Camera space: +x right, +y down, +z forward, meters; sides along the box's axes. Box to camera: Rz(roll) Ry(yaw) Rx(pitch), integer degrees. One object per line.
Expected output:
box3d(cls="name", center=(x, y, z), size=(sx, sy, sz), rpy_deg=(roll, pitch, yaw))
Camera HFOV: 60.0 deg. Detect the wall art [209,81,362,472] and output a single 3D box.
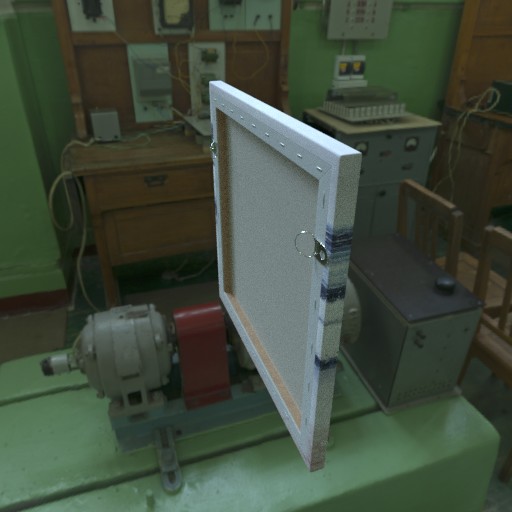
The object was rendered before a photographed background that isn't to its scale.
box3d(cls="wall art", center=(0.000, 0.000, 1.145), size=(0.065, 0.747, 0.755), rpy_deg=(-10, 31, -17))
